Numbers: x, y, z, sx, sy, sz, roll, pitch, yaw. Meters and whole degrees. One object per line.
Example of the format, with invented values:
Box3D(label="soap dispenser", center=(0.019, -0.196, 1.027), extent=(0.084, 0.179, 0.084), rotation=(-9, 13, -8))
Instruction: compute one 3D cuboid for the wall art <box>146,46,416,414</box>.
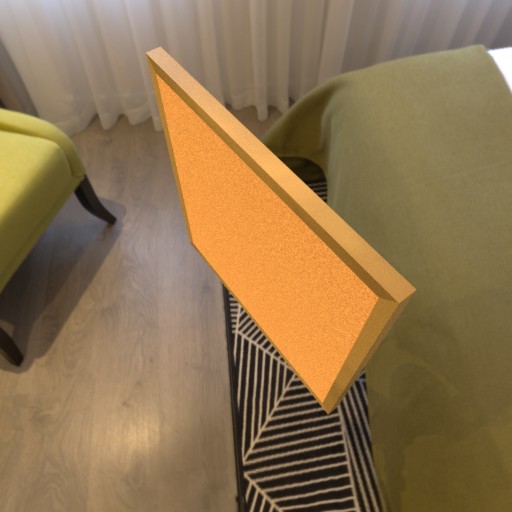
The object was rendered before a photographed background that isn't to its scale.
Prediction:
Box3D(label="wall art", center=(0.000, 0.000, 1.152), extent=(0.038, 0.762, 0.762), rotation=(-33, 64, -18))
